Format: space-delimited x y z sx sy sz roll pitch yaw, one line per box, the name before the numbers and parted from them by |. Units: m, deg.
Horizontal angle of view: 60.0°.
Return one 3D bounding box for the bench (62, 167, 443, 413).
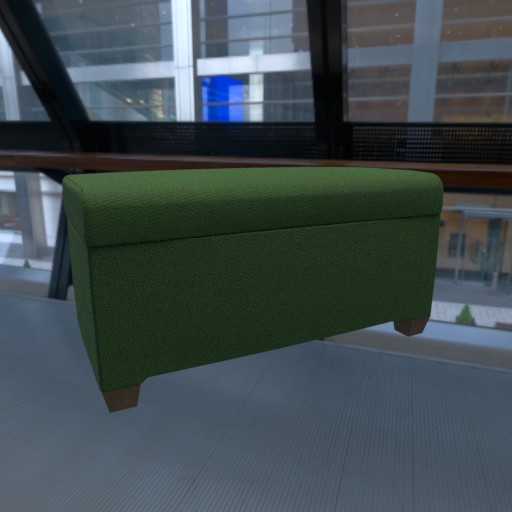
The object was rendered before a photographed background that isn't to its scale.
bench | 0.000 0.000 1.296 0.989 0.501 0.505 -7 15 -26
